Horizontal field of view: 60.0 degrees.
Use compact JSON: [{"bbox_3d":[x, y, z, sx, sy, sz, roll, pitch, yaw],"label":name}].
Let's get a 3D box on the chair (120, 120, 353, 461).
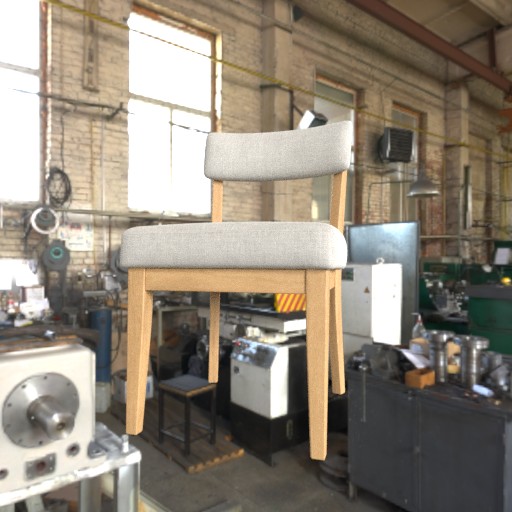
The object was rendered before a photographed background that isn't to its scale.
[{"bbox_3d":[0.000,0.000,1.215,0.508,0.832,0.572,0,0,17],"label":"chair"}]
